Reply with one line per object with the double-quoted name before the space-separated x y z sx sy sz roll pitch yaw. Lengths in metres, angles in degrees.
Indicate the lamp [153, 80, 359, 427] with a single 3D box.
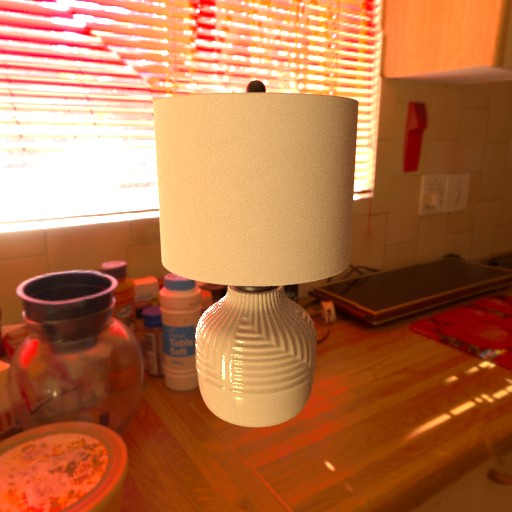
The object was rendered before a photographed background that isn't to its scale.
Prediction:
"lamp" 0.000 0.000 0.763 0.318 0.567 0.318 0 14 0
